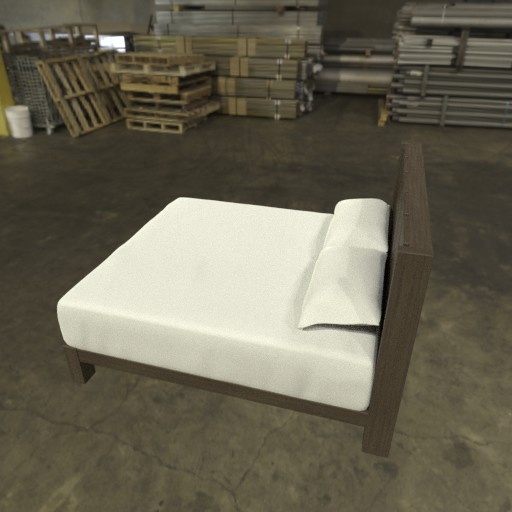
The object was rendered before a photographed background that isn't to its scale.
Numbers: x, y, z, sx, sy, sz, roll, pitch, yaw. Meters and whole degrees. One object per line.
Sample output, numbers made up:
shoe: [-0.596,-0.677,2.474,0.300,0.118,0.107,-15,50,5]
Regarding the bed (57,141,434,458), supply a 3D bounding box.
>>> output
bed: [0.000,0.000,3.045,1.992,1.261,1.735,8,31,14]
